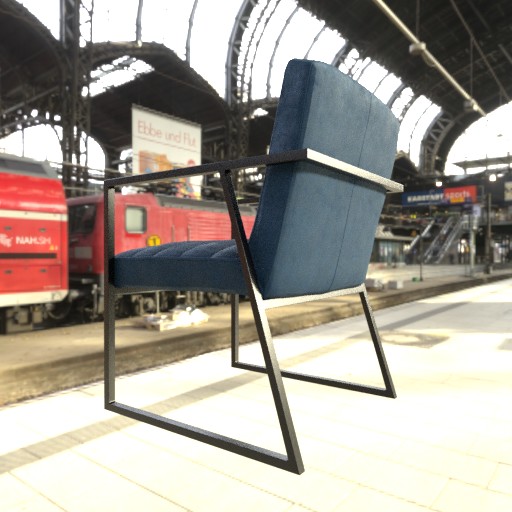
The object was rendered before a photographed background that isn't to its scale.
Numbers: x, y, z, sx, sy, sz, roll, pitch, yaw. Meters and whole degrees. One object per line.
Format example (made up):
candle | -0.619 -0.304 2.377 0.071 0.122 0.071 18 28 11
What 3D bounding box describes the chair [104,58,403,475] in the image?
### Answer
chair | 0.000 0.000 1.255 0.677 0.833 0.571 0 1 36
